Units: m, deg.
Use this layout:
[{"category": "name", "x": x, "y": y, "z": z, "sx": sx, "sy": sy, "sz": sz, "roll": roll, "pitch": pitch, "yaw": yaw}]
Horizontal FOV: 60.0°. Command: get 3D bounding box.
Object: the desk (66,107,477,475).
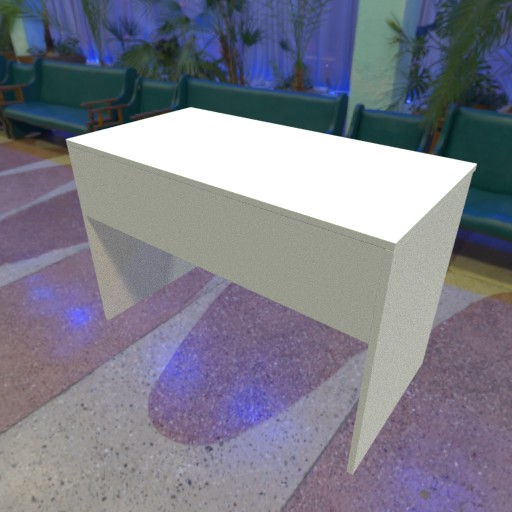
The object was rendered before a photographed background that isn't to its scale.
[{"category": "desk", "x": 0.000, "y": 0.000, "z": 1.502, "sx": 1.100, "sy": 0.730, "sz": 0.560, "roll": 22, "pitch": 37, "yaw": 32}]
